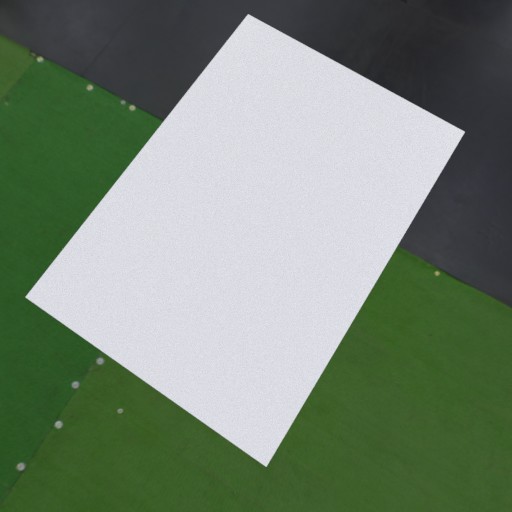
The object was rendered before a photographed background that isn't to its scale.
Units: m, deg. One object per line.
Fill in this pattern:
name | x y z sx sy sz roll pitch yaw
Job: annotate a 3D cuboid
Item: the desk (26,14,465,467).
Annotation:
desk | 0.000 0.000 1.302 0.573 0.766 0.811 32 78 8
